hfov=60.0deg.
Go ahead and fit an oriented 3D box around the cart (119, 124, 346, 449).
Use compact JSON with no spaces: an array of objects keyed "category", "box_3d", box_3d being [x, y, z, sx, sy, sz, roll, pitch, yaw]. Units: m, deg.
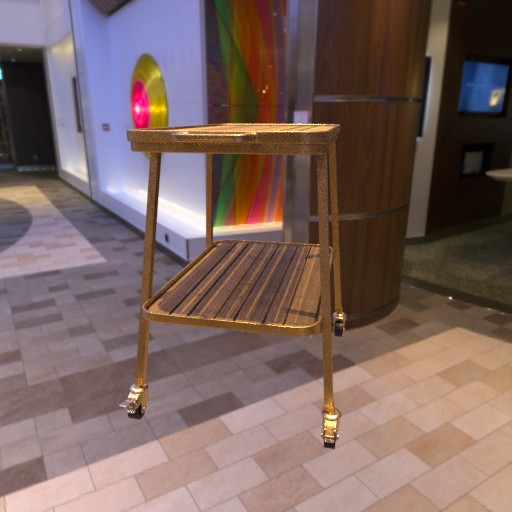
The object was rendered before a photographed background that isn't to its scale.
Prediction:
[{"category":"cart","box_3d":[0.000,0.000,1.248,0.524,0.700,0.806,4,18,12]}]
